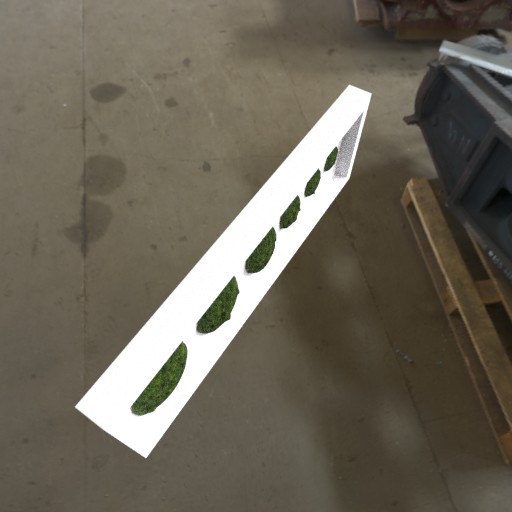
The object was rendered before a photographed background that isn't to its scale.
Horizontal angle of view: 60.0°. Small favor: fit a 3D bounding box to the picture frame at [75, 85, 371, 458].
[{"bbox_3d":[0.000,0.000,0.828,0.050,0.250,0.759,29,63,17],"label":"picture frame"}]
